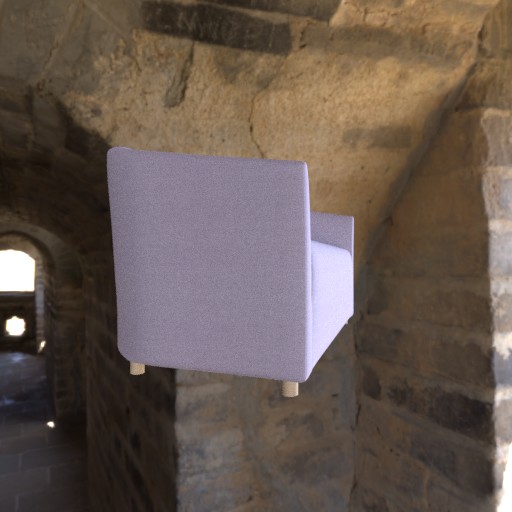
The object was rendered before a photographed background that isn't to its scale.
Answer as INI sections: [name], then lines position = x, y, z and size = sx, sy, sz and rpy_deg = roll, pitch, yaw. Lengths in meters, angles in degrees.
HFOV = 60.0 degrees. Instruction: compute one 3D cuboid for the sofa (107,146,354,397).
[sofa]
position = 0.000, 0.000, 1.855
size = 0.705, 0.721, 1.452
rpy_deg = 0, -1, 17
